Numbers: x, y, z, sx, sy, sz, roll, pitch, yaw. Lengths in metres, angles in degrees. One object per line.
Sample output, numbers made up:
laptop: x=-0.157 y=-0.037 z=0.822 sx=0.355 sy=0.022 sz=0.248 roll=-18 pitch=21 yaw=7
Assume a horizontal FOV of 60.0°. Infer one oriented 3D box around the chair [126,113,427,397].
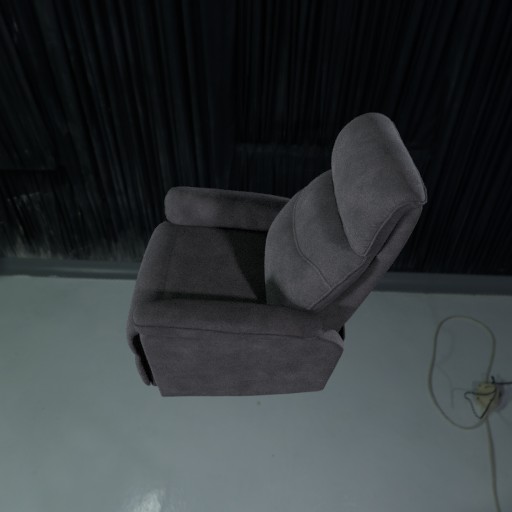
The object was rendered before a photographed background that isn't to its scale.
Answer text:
chair: x=0.000 y=0.000 z=1.794 sx=1.009 sy=1.035 sz=0.830 roll=0 pitch=42 yaw=0
